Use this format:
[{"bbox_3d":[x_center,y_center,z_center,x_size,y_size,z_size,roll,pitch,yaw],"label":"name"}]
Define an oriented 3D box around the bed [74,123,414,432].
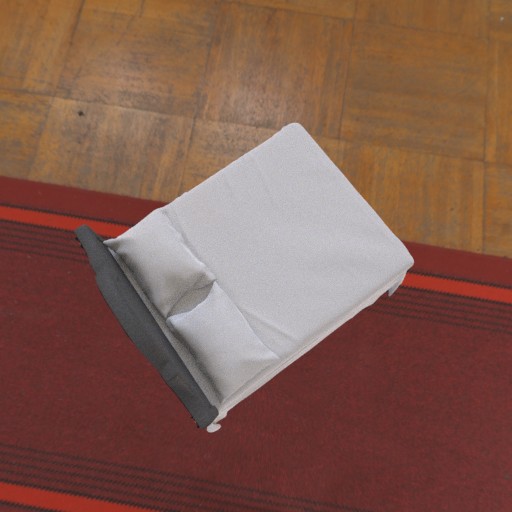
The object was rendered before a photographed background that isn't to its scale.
[{"bbox_3d":[0.000,0.000,3.422,2.222,1.634,1.780,-35,78,-9],"label":"bed"}]
